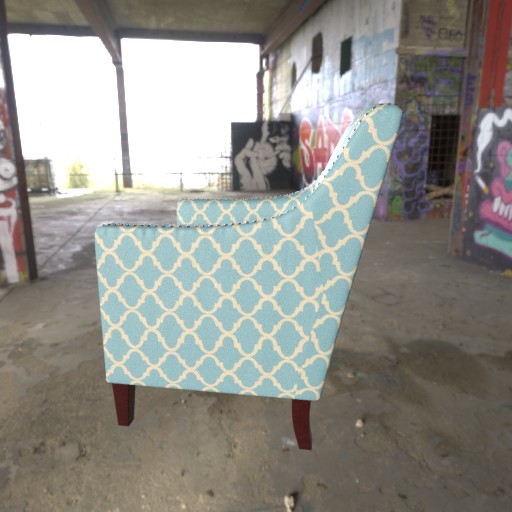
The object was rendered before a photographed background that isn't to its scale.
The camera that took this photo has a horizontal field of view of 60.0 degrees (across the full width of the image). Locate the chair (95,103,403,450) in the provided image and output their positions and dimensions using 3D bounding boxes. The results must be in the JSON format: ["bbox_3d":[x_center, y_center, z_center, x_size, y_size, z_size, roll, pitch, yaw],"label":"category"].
[{"bbox_3d":[0.000,0.000,1.301,0.686,0.817,0.617,2,14,9],"label":"chair"}]
